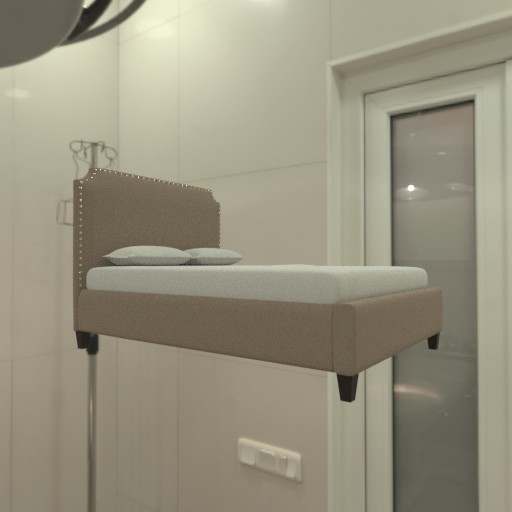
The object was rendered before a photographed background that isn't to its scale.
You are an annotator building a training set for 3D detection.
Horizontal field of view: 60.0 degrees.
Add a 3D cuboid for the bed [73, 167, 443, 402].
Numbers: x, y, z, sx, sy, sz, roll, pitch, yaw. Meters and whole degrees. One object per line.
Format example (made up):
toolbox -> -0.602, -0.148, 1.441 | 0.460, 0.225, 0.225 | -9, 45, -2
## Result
bed -> 0.000, 0.000, 3.464 | 2.372, 1.443, 1.713 | -1, -1, 36
